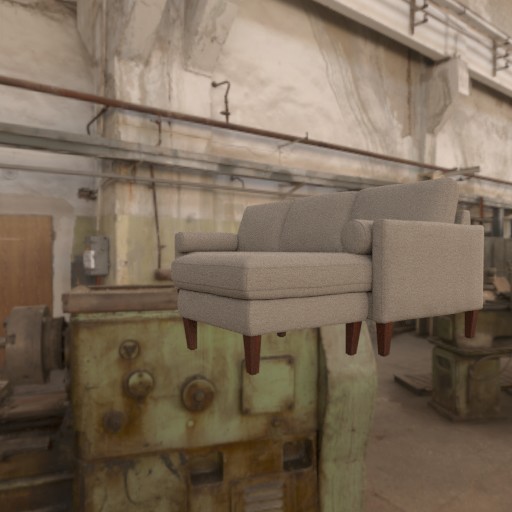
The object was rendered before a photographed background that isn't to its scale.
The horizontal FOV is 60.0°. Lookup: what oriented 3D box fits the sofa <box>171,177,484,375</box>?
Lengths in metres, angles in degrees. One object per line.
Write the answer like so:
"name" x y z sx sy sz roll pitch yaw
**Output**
"sofa" 0.000 0.000 2.848 1.506 0.875 2.178 -1 1 -35
